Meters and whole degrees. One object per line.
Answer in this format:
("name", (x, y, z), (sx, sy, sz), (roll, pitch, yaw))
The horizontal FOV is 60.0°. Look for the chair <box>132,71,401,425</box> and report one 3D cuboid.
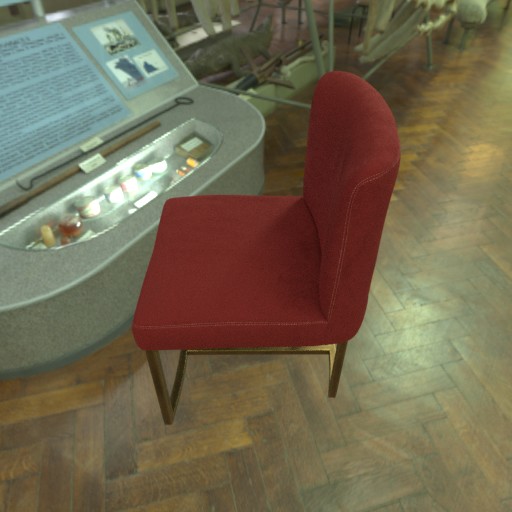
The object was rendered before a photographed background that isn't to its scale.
("chair", (0.000, 0.000, 1.164), (0.560, 0.824, 0.530), (0, 41, 0))
